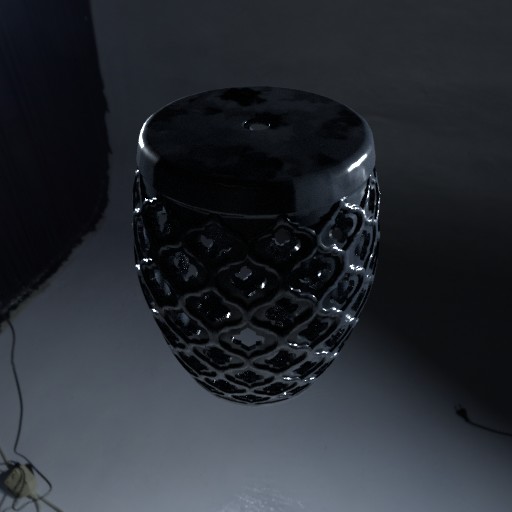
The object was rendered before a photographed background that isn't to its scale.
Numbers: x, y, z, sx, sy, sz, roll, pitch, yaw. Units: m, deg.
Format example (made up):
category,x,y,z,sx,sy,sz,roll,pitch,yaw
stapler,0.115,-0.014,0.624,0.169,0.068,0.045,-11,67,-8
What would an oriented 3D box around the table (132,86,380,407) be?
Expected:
category,x,y,z,sx,sy,sz,roll,pitch,yaw
table,0.000,0.000,0.624,0.325,0.388,0.325,0,40,0
